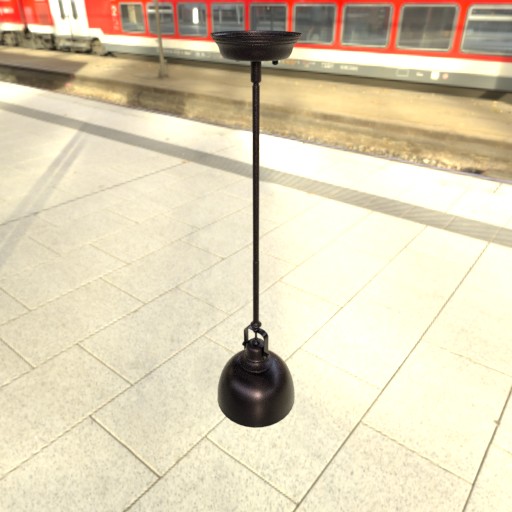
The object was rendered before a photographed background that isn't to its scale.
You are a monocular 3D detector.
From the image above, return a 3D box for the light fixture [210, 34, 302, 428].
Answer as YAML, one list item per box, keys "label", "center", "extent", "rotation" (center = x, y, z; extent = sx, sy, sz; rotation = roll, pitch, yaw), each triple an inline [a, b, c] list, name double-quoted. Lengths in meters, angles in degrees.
- label: "light fixture"
  center: [0.000, 0.000, 0.854]
  extent: [0.182, 0.768, 0.182]
  rotation: [21, 36, 31]
